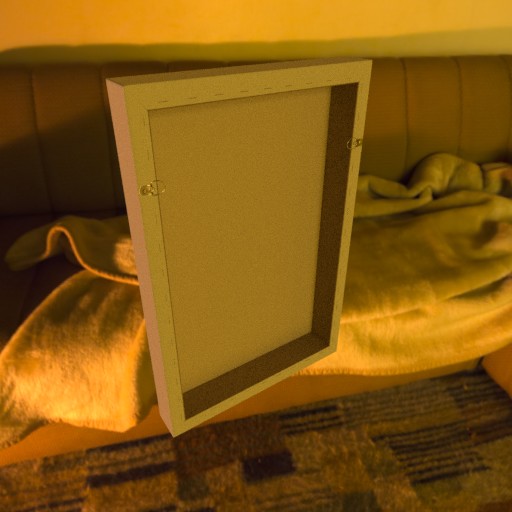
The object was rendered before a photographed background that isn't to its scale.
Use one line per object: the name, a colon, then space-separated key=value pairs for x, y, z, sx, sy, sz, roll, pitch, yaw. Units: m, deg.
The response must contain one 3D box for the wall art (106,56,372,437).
wall art: x=0.000 y=0.000 z=0.484 sx=0.252 sy=0.381 sz=0.039 roll=-19 pitch=36 yaw=-29
